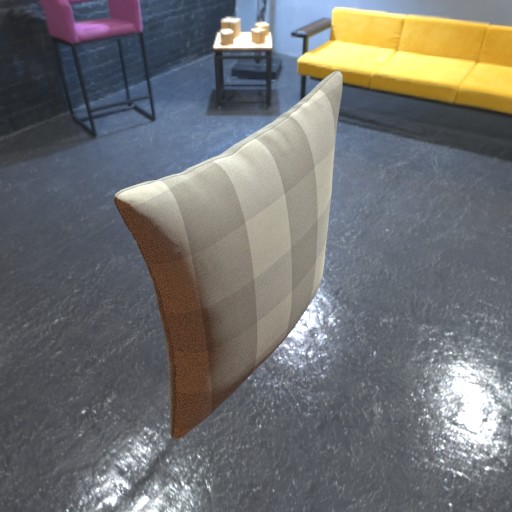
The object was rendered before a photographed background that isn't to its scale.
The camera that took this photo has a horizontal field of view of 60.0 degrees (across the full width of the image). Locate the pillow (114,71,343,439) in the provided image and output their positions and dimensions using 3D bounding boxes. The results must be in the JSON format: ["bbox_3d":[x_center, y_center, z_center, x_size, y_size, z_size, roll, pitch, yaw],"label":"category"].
[{"bbox_3d":[0.000,0.000,0.787,0.161,0.509,0.511,25,46,26],"label":"pillow"}]
